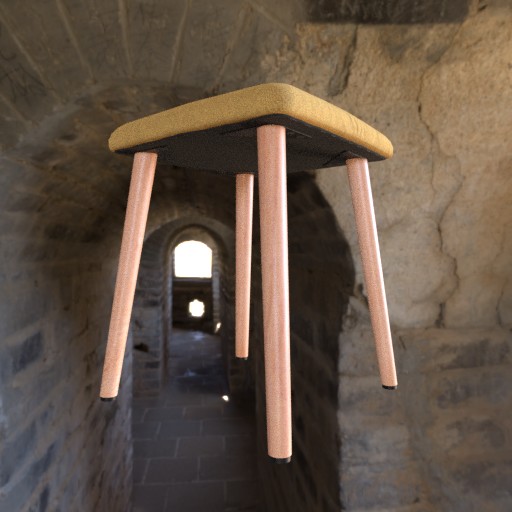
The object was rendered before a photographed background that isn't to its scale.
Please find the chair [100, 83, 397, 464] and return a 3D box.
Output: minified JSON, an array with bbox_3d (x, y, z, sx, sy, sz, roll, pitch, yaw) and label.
[{"bbox_3d":[0.000,0.000,0.708,0.350,0.440,0.350,1,1,38],"label":"chair"}]
